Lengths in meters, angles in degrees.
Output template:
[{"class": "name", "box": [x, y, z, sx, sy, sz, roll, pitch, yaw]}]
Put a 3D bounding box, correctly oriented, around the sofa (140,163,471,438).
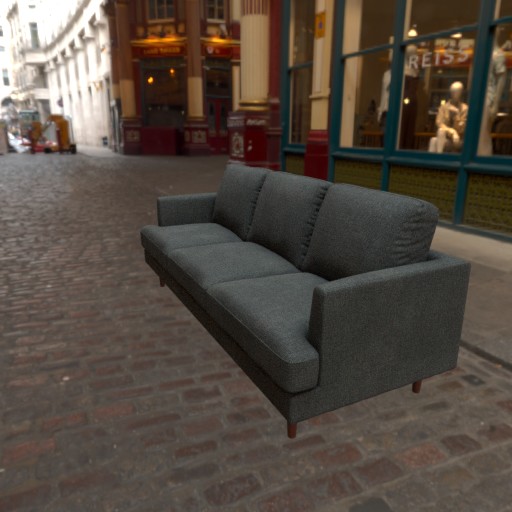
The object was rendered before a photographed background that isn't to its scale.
[{"class": "sofa", "box": [0.000, 0.000, 2.645, 0.903, 0.930, 2.246, -8, 19, -26]}]
